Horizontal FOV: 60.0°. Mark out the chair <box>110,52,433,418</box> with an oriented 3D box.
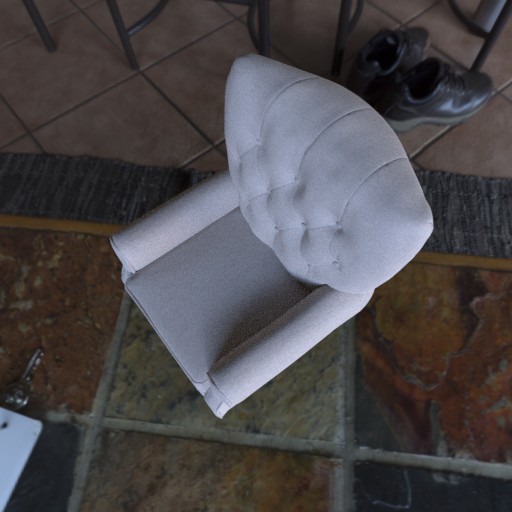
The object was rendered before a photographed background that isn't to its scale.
[{"bbox_3d":[0.000,0.000,1.863,1.025,1.209,0.942,-35,69,-15],"label":"chair"}]
